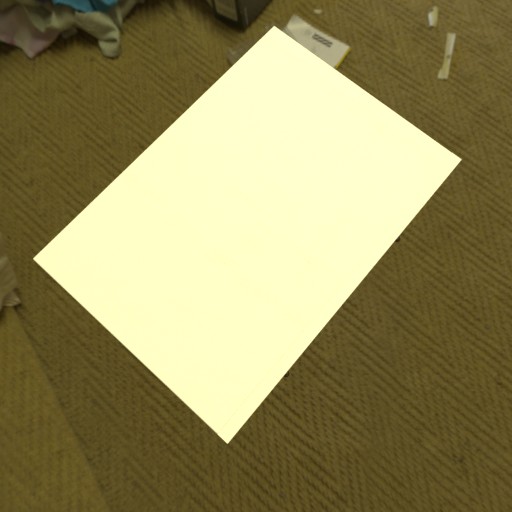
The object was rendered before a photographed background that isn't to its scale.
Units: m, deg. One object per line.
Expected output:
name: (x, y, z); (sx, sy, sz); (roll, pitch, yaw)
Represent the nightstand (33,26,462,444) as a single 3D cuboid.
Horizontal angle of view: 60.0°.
nightstand: (0.000, 0.000, 1.044); (0.447, 0.604, 0.614); (40, 78, 10)
